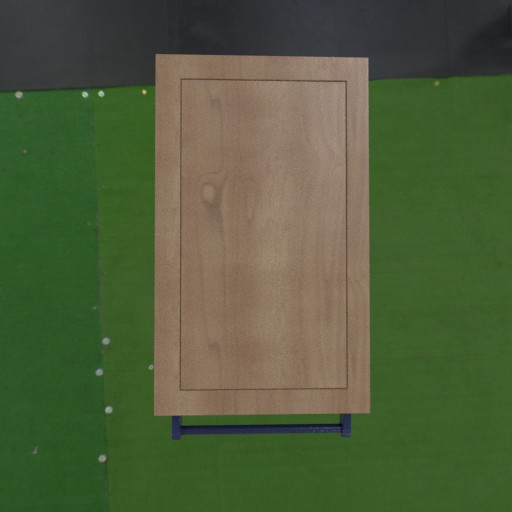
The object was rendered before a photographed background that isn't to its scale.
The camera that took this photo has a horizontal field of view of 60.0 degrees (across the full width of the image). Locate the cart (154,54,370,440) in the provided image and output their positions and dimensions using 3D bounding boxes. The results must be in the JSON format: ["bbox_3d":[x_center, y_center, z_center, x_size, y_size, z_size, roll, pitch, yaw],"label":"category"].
[{"bbox_3d":[0.000,0.000,1.391,0.459,0.901,0.840,0,89,-2],"label":"cart"}]
